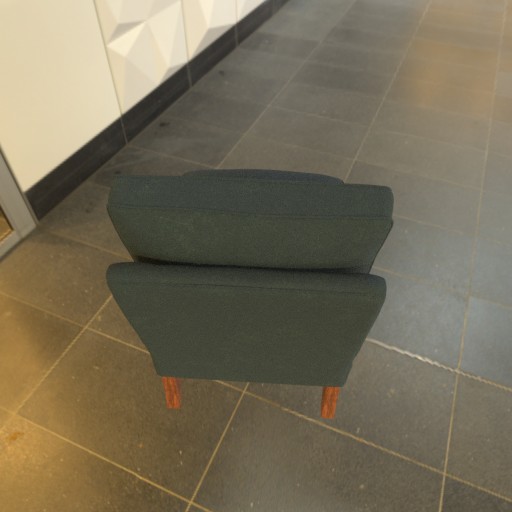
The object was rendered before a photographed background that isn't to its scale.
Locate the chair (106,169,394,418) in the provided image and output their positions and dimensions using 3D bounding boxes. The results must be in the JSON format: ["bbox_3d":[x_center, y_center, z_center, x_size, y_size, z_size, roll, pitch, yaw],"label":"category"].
[{"bbox_3d":[0.000,0.000,1.638,0.724,1.052,0.912,3,47,3],"label":"chair"}]
